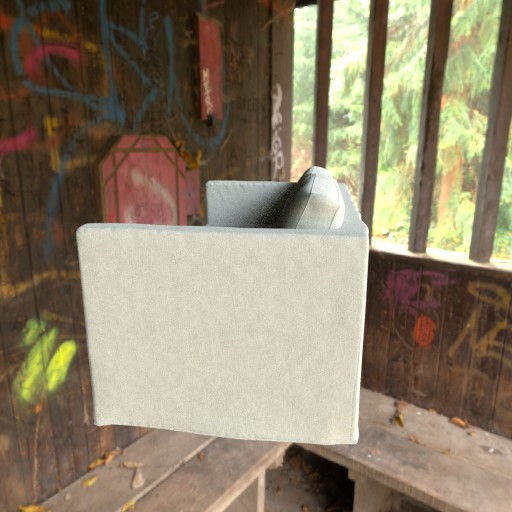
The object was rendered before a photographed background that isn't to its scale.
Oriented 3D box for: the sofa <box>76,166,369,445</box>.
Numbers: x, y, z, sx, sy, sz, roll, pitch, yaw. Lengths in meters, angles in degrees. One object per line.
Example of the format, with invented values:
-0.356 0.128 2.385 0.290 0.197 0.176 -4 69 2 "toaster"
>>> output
0.000 0.000 2.219 0.944 0.830 1.727 2 15 8 "sofa"
